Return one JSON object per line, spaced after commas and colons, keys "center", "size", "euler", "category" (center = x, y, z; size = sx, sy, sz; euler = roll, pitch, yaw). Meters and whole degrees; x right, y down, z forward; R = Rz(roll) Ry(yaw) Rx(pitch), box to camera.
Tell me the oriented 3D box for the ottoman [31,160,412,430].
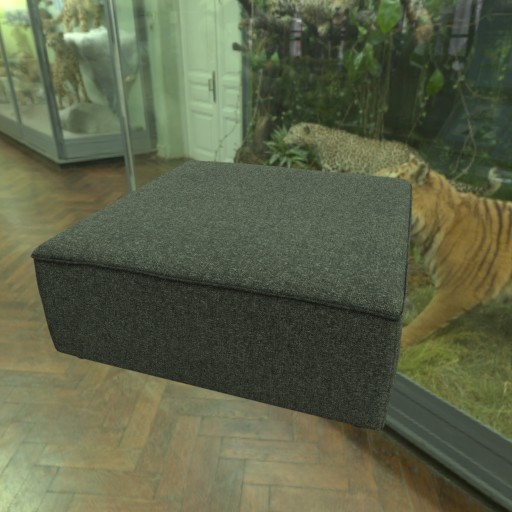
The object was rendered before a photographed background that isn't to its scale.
{"center": [0.000, 0.000, 1.579], "size": [1.017, 0.423, 1.021], "euler": [9, 28, 17], "category": "ottoman"}
